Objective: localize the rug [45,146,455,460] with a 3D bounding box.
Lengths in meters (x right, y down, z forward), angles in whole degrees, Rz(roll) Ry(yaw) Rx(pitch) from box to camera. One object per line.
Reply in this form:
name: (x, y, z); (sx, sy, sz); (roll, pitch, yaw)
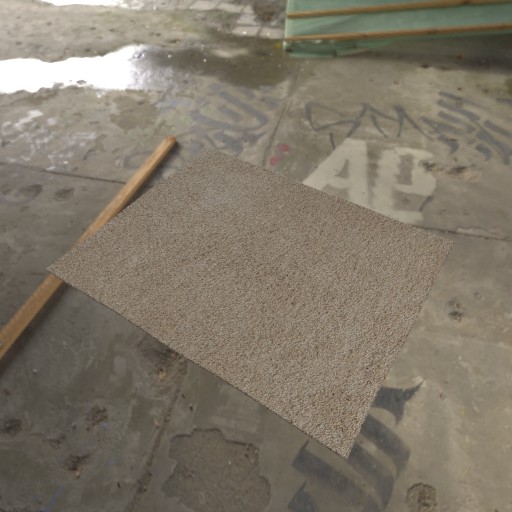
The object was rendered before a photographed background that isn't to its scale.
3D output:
rug: (0.000, 0.000, 4.147); (3.000, 0.025, 2.400); (26, 52, 22)
